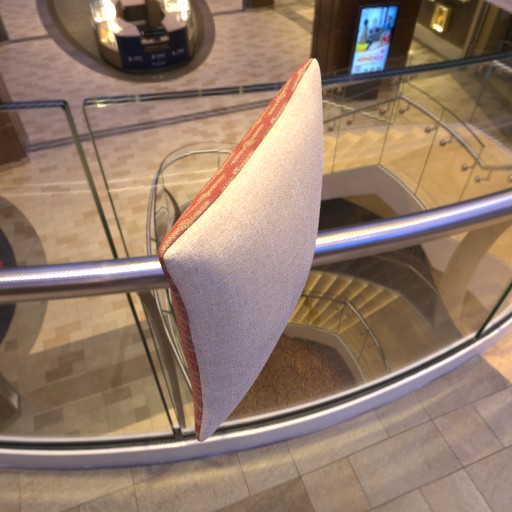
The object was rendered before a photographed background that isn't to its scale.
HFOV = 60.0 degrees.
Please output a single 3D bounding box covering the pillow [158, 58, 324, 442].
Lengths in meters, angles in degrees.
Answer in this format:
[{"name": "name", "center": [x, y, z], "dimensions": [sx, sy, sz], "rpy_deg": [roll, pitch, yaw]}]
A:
[{"name": "pillow", "center": [0.000, 0.000, 0.787], "dimensions": [0.182, 0.503, 0.511], "rpy_deg": [17, 49, 15]}]
